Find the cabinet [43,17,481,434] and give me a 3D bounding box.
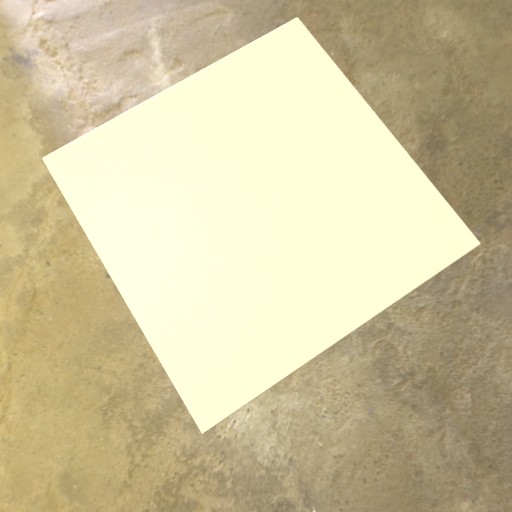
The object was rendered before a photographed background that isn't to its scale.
[{"bbox_3d":[0.000,0.000,1.136,0.547,0.775,0.544,-32,78,-8],"label":"cabinet"}]
